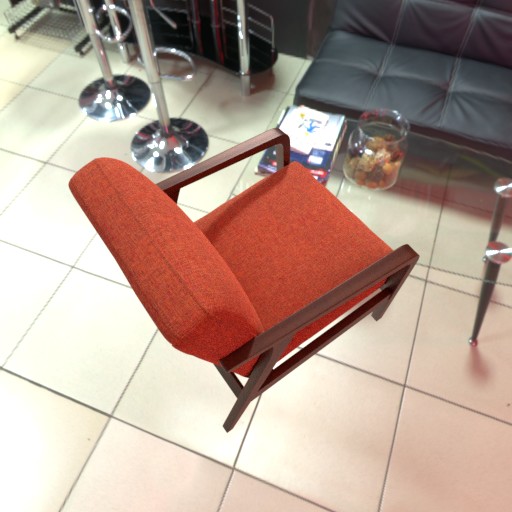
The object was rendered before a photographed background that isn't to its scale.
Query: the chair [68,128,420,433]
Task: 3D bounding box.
[{"bbox_3d":[0.000,0.000,1.527,0.860,0.890,0.719,-31,62,-19],"label":"chair"}]
